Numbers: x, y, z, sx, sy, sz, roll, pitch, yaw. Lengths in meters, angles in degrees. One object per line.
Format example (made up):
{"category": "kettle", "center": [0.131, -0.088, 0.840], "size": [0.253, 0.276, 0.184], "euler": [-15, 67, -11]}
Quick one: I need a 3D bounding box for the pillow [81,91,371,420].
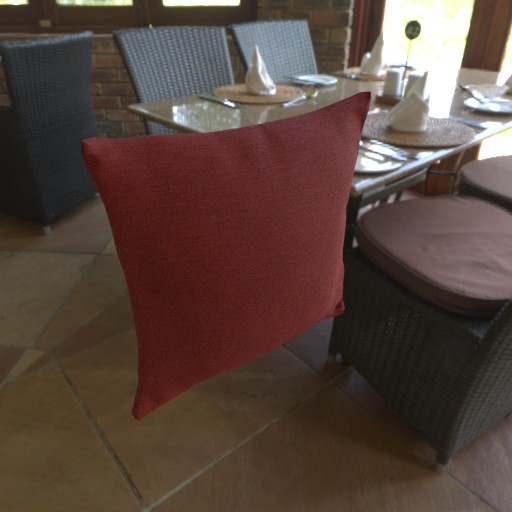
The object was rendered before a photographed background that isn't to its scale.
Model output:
{"category": "pillow", "center": [0.000, 0.000, 0.651], "size": [0.435, 0.416, 0.151], "euler": [-21, 36, -31]}
